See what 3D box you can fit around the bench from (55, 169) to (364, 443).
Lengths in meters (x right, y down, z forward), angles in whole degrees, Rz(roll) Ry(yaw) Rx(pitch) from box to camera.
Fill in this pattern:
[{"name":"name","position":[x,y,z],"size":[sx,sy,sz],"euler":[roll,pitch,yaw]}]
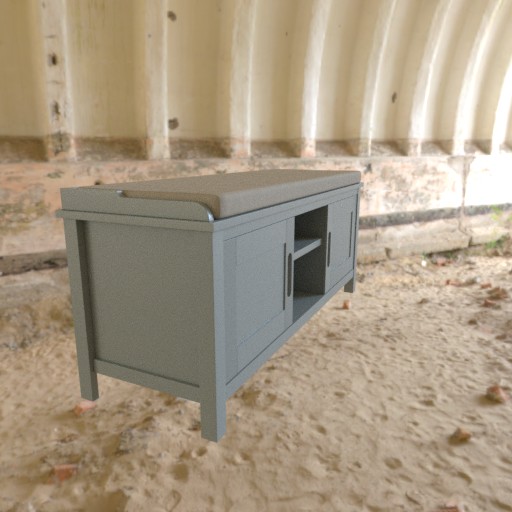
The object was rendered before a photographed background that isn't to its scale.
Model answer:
[{"name":"bench","position":[0.000,0.000,1.410],"size":[0.398,0.501,1.140],"euler":[7,15,26]}]
